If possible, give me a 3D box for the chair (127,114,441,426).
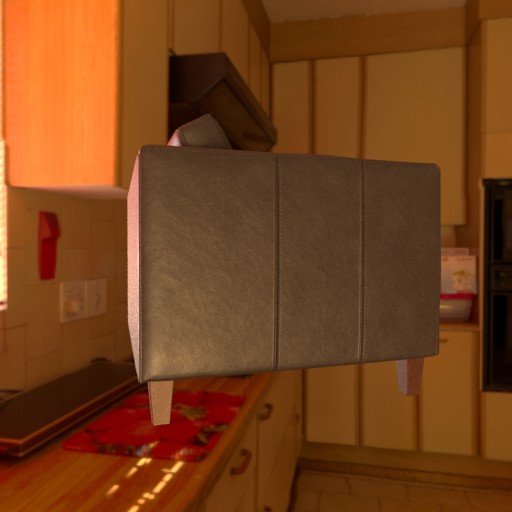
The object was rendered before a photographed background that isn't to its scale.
[{"bbox_3d":[0.000,0.000,1.589,0.862,0.811,0.939,0,1,-18],"label":"chair"}]
